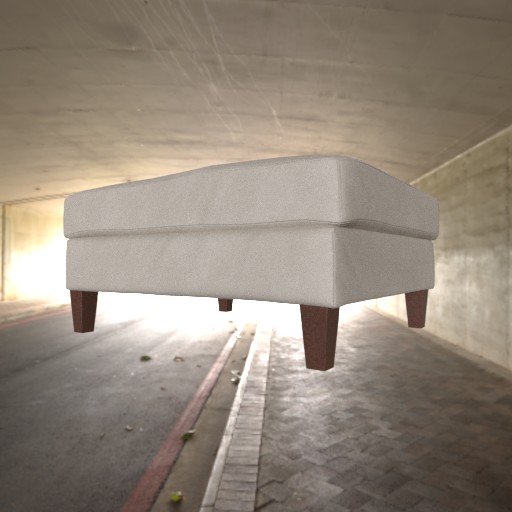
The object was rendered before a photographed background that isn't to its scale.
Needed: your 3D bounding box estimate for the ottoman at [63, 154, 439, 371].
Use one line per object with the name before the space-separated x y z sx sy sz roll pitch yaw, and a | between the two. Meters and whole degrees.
ottoman | 0.000 0.000 1.488 1.002 0.492 0.836 -1 -1 35
